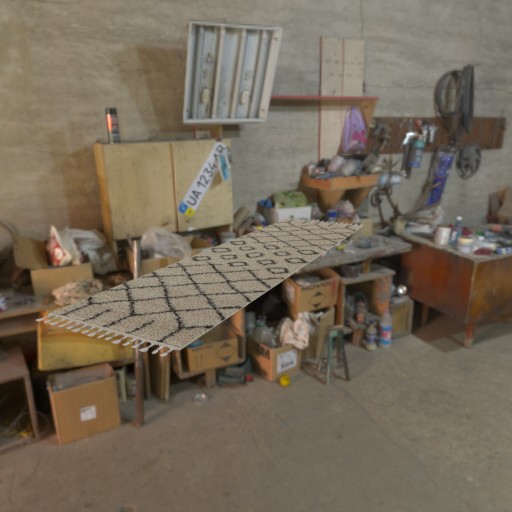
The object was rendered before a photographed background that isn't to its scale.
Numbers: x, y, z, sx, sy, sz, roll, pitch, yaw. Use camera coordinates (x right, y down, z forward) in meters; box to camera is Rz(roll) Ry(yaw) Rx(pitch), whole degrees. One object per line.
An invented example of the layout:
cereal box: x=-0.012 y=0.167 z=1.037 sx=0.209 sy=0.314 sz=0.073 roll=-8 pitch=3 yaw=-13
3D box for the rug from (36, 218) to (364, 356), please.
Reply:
rug: x=0.000 y=0.000 z=2.630 sx=0.660 sy=0.005 sz=2.464 roll=8 pitch=17 yaw=27
